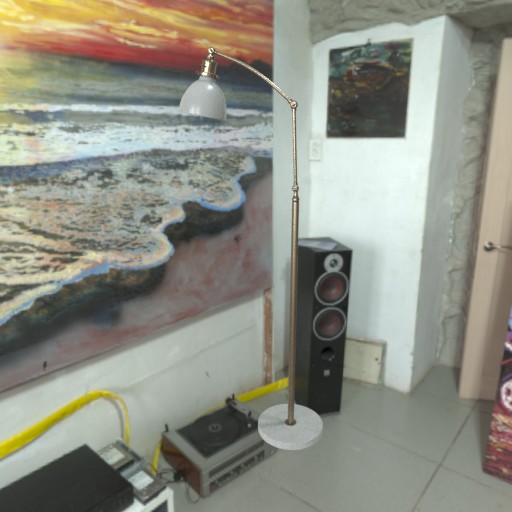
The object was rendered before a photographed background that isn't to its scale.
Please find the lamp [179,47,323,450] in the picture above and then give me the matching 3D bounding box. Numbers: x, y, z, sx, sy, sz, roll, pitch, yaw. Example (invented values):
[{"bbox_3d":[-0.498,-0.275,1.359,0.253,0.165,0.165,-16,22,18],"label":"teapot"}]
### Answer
[{"bbox_3d":[0.000,0.000,1.814,0.599,1.586,0.288,3,15,10],"label":"lamp"}]
